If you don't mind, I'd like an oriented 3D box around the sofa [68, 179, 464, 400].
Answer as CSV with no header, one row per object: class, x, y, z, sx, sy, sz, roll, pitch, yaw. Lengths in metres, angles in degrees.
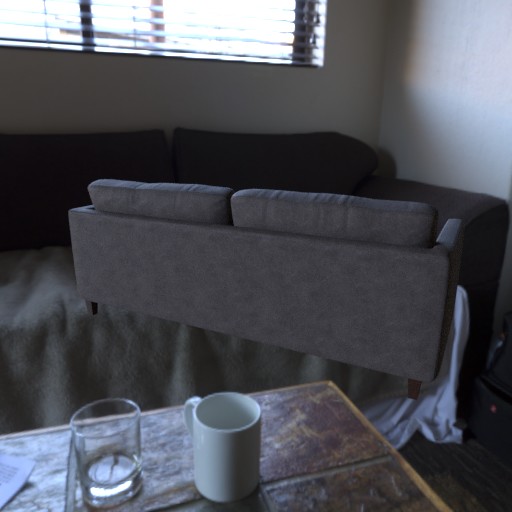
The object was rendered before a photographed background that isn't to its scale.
sofa,0.000,0.000,2.934,2.434,0.965,0.951,8,18,26
